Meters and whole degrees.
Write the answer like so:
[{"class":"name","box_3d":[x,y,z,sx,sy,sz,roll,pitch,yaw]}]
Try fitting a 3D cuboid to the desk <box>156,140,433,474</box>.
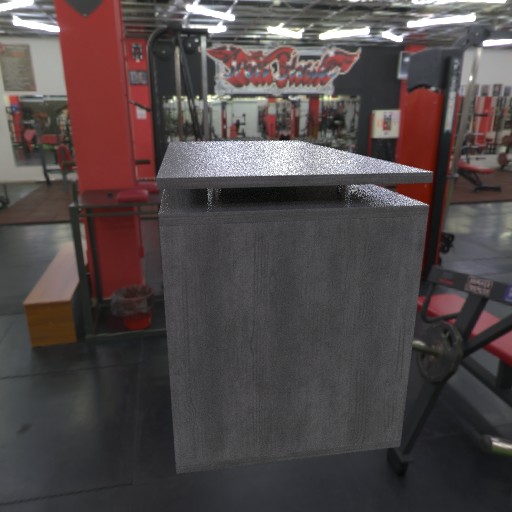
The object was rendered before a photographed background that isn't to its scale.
[{"class":"desk","box_3d":[0.000,0.000,1.610,0.600,0.740,1.200,-3,18,-9]}]
